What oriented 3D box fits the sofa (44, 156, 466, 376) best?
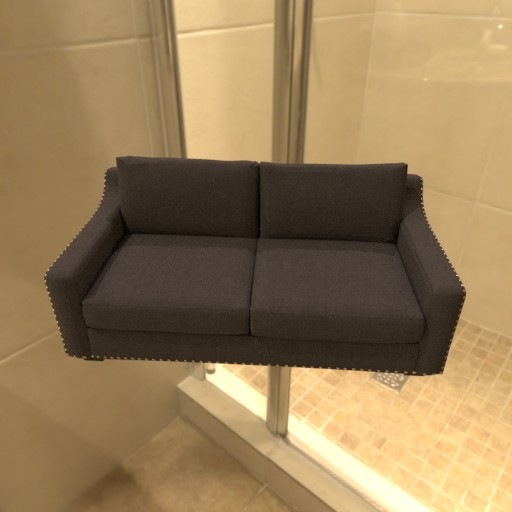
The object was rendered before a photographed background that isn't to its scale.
[{"bbox_3d":[0.000,0.000,3.254,2.550,1.196,1.336,2,32,3],"label":"sofa"}]
